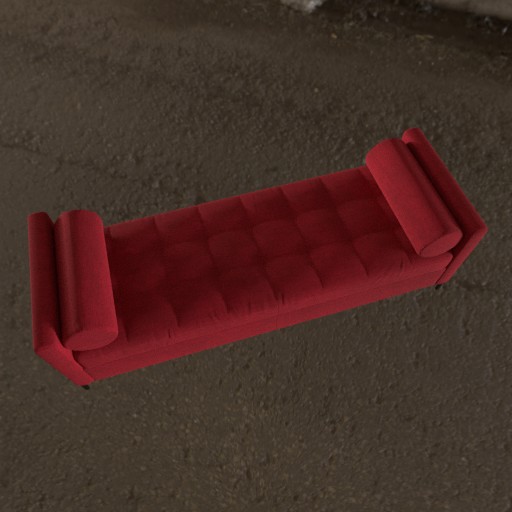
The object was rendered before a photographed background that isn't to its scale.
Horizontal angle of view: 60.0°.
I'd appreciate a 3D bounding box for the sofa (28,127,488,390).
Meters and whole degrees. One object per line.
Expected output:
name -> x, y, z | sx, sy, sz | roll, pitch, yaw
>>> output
sofa -> 0.000, 0.000, 2.256 | 1.981, 0.635, 0.686 | -14, 60, -8
